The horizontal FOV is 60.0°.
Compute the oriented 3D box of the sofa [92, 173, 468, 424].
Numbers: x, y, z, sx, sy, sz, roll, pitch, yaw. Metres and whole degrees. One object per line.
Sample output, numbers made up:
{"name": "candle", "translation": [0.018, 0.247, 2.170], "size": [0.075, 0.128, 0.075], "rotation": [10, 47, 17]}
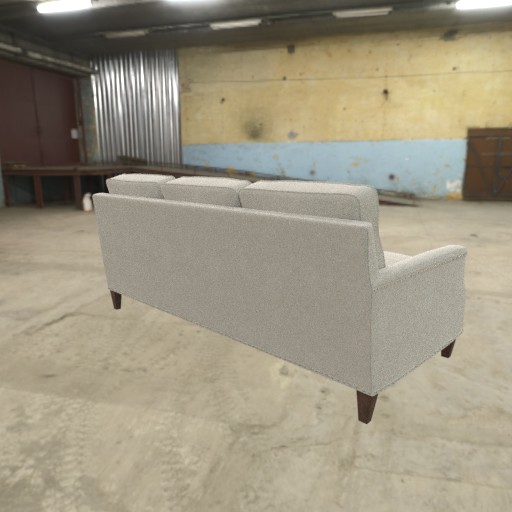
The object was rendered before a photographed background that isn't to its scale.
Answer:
{"name": "sofa", "translation": [0.000, 0.000, 2.798], "size": [2.246, 1.003, 1.084], "rotation": [12, 17, 43]}
